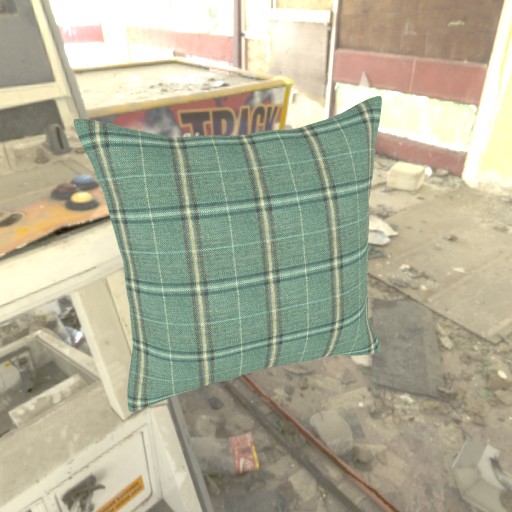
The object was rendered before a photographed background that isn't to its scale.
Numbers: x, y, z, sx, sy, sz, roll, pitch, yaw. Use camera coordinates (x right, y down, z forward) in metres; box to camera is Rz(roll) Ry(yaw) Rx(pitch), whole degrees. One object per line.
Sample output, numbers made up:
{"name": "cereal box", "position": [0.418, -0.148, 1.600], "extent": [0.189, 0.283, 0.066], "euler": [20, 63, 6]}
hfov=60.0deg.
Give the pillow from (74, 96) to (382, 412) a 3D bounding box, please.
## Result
{"name": "pillow", "position": [0.000, 0.000, 0.687], "extent": [0.453, 0.430, 0.200], "euler": [-10, 32, -16]}
